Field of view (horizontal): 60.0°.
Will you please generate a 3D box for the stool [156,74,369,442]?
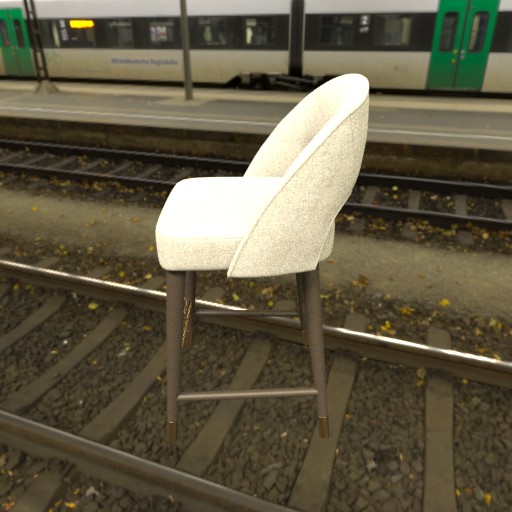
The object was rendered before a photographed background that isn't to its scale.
[{"bbox_3d":[0.000,0.000,1.239,0.509,0.940,0.494,-1,26,-1],"label":"stool"}]
